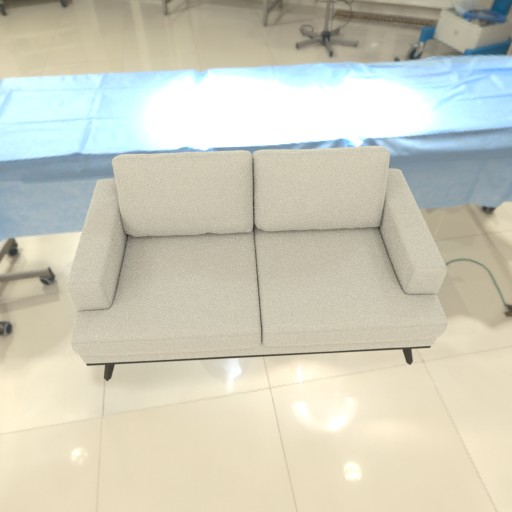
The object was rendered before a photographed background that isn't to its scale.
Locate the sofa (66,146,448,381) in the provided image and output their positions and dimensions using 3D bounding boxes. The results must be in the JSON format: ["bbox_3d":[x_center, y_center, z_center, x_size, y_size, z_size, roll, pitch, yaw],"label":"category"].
[{"bbox_3d":[0.000,0.000,2.196,1.650,0.810,0.920,-2,47,-2],"label":"sofa"}]
